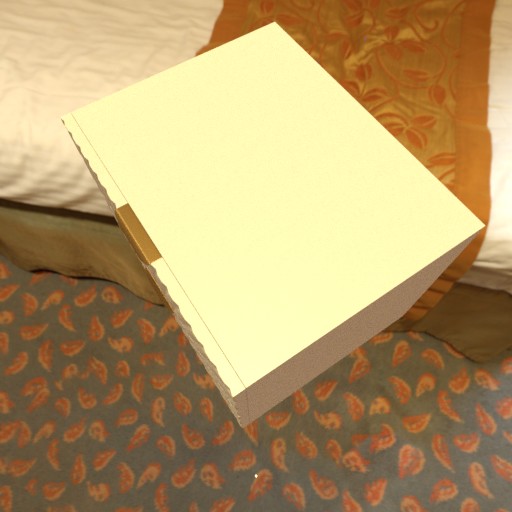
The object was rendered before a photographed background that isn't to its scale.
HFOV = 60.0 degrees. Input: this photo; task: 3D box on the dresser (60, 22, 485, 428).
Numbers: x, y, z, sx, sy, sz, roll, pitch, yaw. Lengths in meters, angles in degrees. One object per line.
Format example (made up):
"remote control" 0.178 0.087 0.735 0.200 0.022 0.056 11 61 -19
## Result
"dresser" 0.000 0.000 0.897 0.414 0.568 0.503 -31 68 -14
